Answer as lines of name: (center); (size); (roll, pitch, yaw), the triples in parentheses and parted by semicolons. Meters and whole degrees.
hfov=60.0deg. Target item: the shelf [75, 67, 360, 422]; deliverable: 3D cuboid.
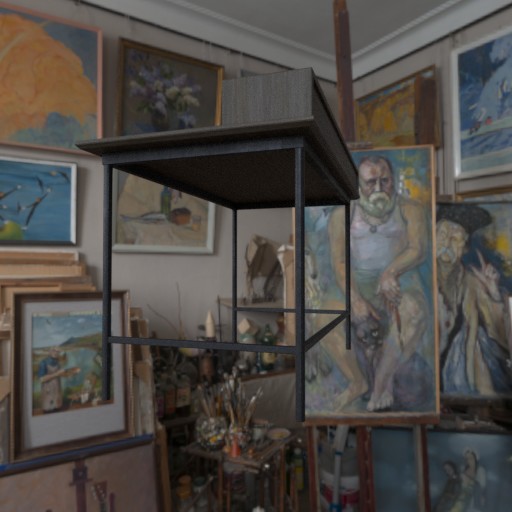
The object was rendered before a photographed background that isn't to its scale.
shelf: (0.000, 0.000, 1.718); (0.685, 0.865, 1.212); (-1, -2, 18)
